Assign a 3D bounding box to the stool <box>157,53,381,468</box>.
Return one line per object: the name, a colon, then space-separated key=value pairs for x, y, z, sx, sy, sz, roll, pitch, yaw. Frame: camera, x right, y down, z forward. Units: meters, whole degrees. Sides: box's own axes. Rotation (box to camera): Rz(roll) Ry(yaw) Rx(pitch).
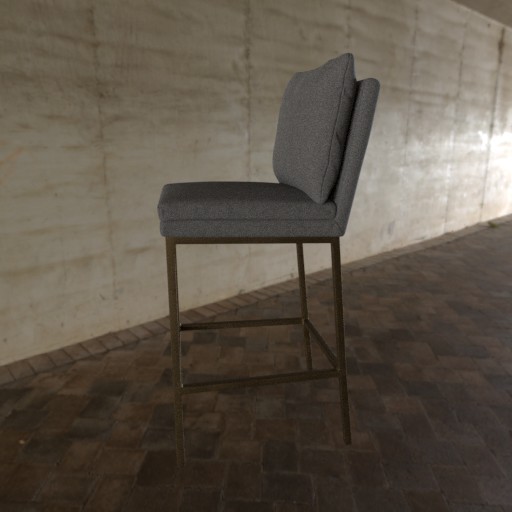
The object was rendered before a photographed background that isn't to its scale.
stool: x=0.000 y=0.000 z=1.390 sx=0.569 sy=1.130 sz=0.463 roll=-3 pitch=15 yaw=-10
